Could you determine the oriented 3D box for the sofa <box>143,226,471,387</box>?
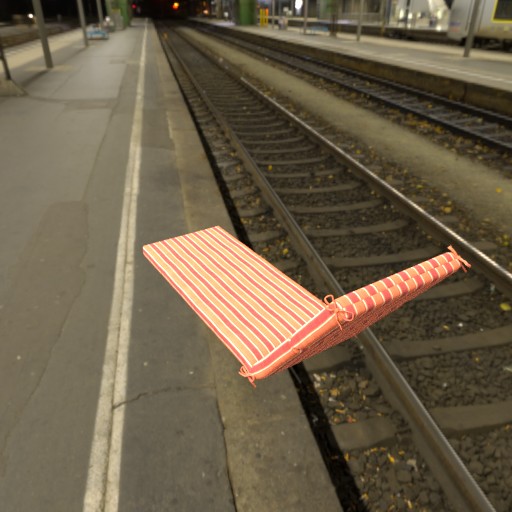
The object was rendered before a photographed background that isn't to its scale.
[{"bbox_3d":[0.000,0.000,2.000,0.582,0.622,1.663,-18,34,-29],"label":"sofa"}]
